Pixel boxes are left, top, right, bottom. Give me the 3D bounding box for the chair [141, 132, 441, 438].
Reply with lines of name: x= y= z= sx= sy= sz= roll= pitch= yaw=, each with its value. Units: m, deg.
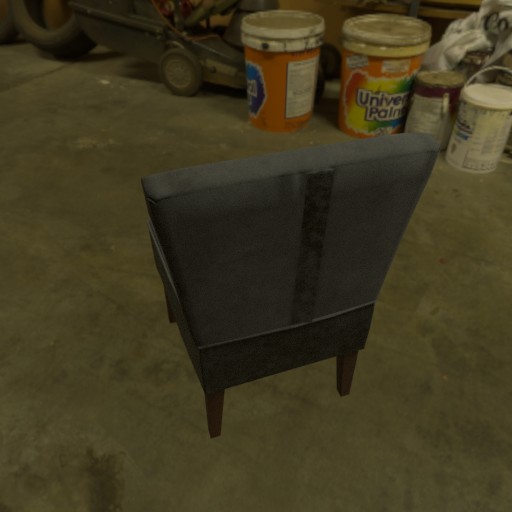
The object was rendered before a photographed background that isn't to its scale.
chair: x=0.000 y=0.000 z=1.154 sx=0.521 sy=0.806 sz=0.554 roll=-12 pitch=41 yaw=-14
